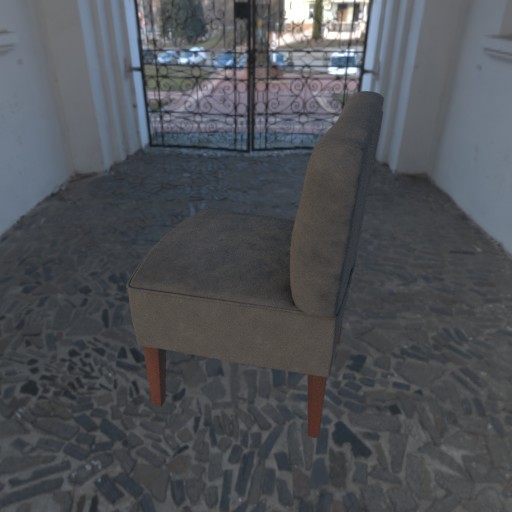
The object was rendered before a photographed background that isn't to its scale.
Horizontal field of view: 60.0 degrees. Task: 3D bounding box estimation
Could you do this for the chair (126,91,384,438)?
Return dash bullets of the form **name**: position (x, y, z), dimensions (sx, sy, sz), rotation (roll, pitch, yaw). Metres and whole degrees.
- **chair**: position (0.000, 0.000, 1.193), dimensions (0.554, 0.806, 0.521), rotation (9, 31, 15)
